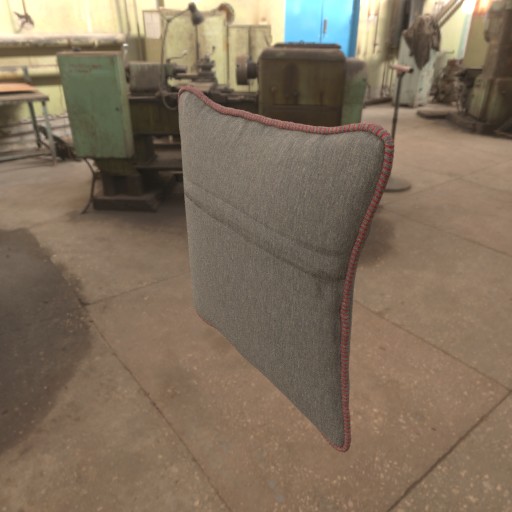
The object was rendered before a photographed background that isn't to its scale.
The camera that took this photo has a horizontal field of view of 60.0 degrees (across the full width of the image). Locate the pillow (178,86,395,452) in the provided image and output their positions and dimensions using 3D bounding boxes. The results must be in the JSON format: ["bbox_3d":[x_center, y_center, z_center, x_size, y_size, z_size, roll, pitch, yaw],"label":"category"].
[{"bbox_3d":[0.000,0.000,0.729,0.124,0.491,0.482,-18,33,-31],"label":"pillow"}]
